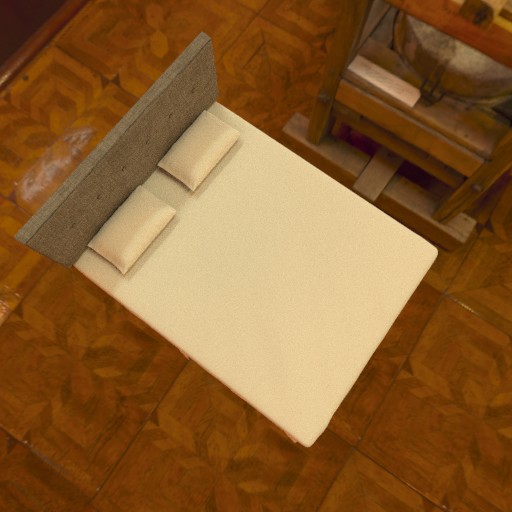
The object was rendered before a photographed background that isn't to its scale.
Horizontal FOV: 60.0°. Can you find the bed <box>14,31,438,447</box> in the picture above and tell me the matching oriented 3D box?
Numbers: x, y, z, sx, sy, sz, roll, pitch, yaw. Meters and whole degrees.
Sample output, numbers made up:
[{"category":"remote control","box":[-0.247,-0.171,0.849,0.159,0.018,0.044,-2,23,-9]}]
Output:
[{"category":"bed","box":[0.000,0.000,2.867,1.958,1.168,1.621,36,78,9]}]
